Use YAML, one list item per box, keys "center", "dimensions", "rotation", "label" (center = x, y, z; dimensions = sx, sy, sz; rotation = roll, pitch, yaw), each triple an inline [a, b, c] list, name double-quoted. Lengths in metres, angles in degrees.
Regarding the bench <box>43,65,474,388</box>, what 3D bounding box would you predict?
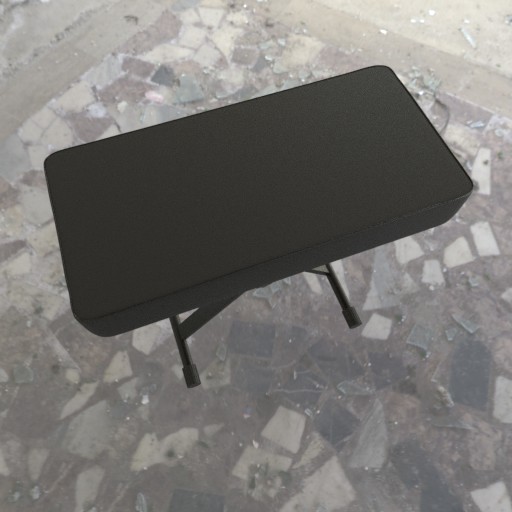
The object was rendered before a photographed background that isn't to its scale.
- center: [0.000, 0.000, 0.918]
  dimensions: [0.600, 0.561, 0.300]
  rotation: [-18, 65, -9]
  label: "bench"
